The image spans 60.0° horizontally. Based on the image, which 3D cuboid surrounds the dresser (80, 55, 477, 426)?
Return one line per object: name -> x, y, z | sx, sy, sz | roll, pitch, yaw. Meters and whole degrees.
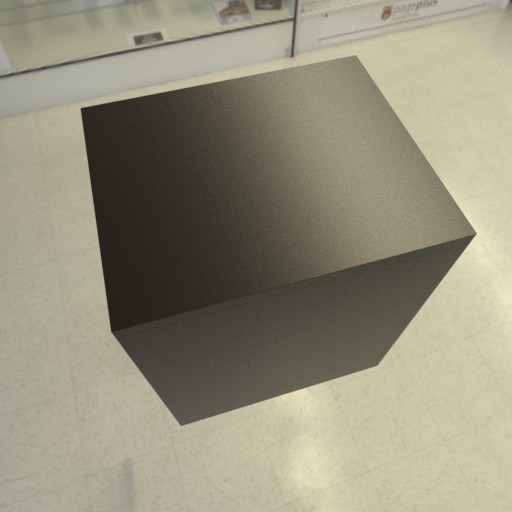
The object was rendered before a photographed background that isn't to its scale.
dresser -> 0.000, 0.000, 0.748 | 0.400, 0.470, 0.360 | -14, 60, -9
